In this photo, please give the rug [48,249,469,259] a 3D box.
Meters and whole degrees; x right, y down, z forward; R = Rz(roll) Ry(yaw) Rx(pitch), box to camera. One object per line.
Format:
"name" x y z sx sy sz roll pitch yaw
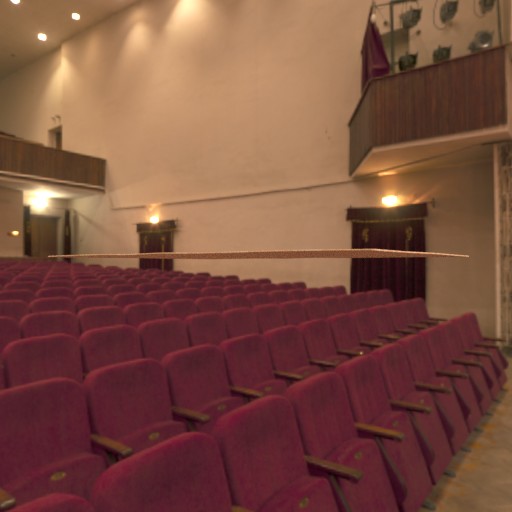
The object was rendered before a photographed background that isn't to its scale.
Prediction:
"rug" 0.000 0.000 2.732 2.135 0.013 1.524 -1 -1 37
